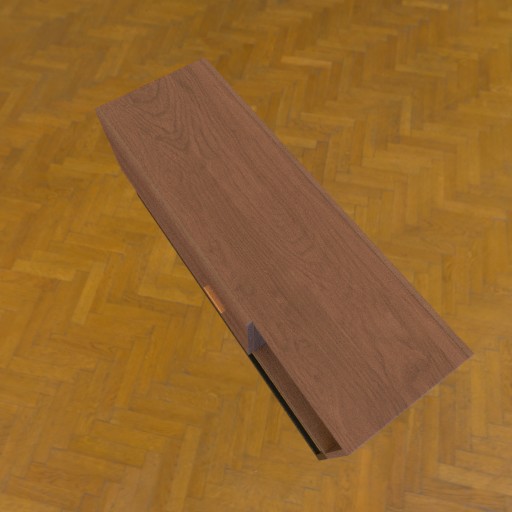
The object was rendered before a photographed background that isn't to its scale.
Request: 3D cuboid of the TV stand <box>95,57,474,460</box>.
[{"bbox_3d":[0.000,0.000,1.425,0.415,0.500,1.200,-32,68,-14],"label":"TV stand"}]
